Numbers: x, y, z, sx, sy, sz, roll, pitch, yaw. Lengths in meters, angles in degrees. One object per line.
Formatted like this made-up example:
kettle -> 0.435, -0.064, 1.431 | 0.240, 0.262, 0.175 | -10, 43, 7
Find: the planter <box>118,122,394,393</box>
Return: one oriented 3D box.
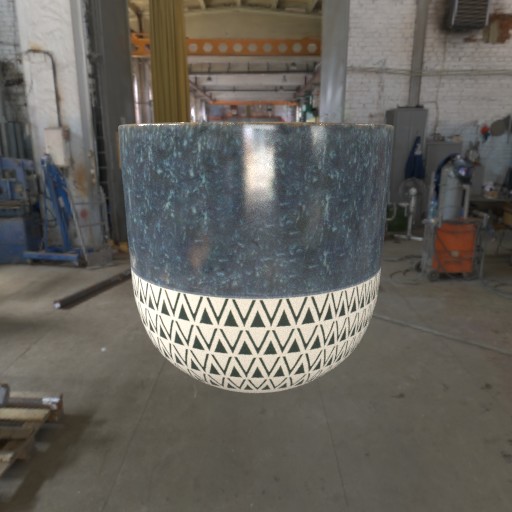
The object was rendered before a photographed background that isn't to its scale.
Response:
planter -> 0.000, 0.000, 0.481 | 0.266, 0.270, 0.266 | 0, 15, 0
